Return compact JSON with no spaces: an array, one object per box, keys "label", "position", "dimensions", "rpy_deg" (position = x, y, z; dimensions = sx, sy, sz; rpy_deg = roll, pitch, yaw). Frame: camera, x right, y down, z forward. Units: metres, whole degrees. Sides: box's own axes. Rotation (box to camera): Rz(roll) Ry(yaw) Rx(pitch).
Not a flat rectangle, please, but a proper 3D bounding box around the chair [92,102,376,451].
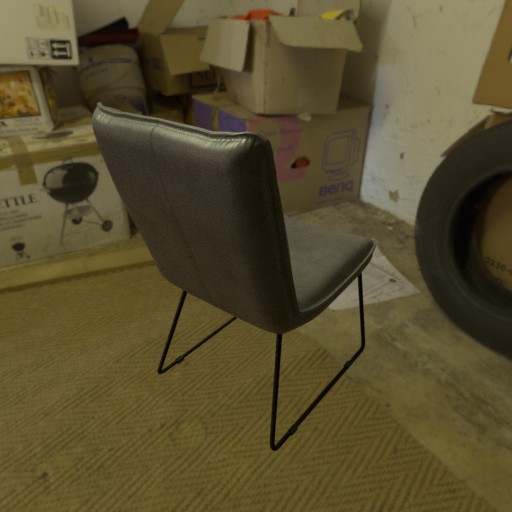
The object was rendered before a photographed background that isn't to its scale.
[{"label":"chair","position":[0.000,0.000,1.341],"dimensions":[0.515,0.932,0.688],"rpy_deg":[21,36,33]}]
